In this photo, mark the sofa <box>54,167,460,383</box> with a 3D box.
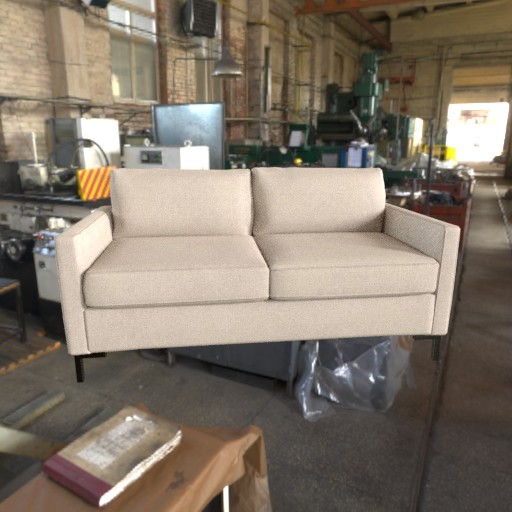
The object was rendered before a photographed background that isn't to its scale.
[{"bbox_3d":[0.000,0.000,2.218,1.682,0.840,0.875,-2,15,-7],"label":"sofa"}]
